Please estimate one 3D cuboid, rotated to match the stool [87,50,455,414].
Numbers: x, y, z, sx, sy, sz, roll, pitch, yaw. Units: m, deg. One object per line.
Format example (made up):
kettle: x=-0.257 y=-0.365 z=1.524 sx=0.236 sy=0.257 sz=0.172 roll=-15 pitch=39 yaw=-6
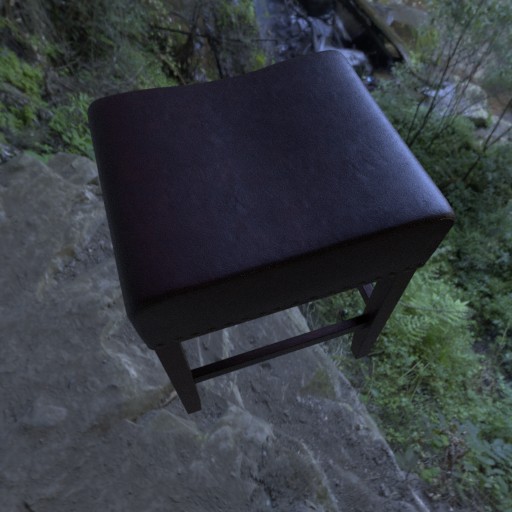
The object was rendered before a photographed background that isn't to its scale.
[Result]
stool: x=0.000 y=0.000 z=0.909 sx=0.465 sy=0.608 sz=0.397 roll=-16 pitch=60 yaw=-10
